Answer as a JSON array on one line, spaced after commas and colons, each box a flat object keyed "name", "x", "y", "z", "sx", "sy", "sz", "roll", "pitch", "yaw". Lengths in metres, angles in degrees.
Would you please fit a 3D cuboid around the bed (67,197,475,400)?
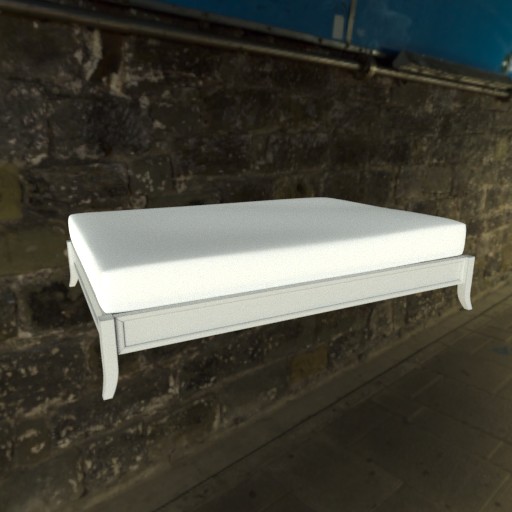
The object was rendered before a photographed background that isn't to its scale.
[{"name": "bed", "x": 0.000, "y": 0.000, "z": 2.619, "sx": 1.985, "sy": 0.510, "sz": 1.460, "roll": -7, "pitch": 17, "yaw": -26}]
